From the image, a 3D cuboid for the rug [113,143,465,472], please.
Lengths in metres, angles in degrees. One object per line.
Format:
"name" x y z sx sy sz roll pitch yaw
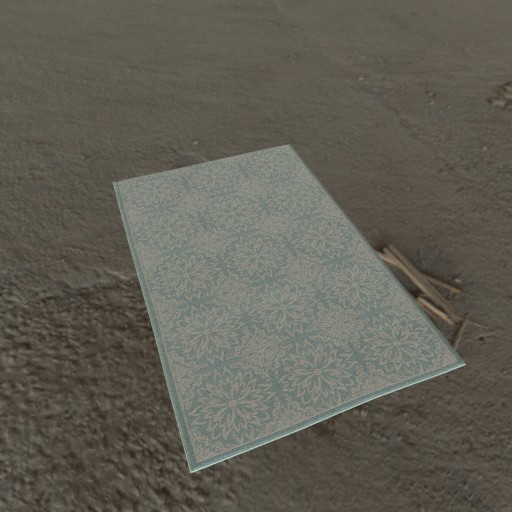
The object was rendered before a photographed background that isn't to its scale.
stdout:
"rug" 0.000 0.000 2.338 1.219 0.012 1.840 -16 49 -14
